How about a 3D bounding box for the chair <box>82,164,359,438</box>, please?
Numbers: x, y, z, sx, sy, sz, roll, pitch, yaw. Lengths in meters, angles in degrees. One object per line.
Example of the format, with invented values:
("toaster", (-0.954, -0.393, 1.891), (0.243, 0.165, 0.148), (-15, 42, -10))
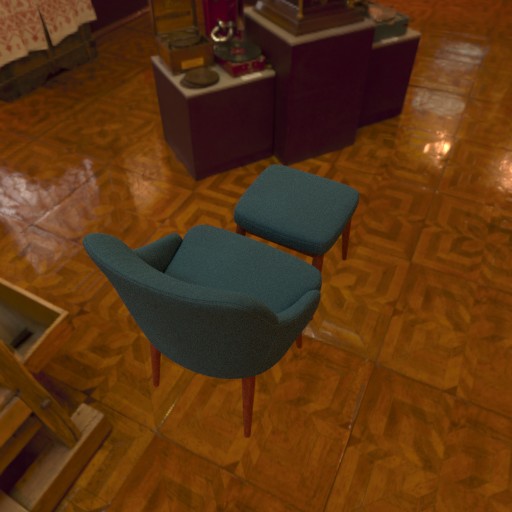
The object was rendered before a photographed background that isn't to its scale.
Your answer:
("chair", (0.000, 0.000, 1.608), (0.584, 0.866, 1.114), (22, 50, 19))
